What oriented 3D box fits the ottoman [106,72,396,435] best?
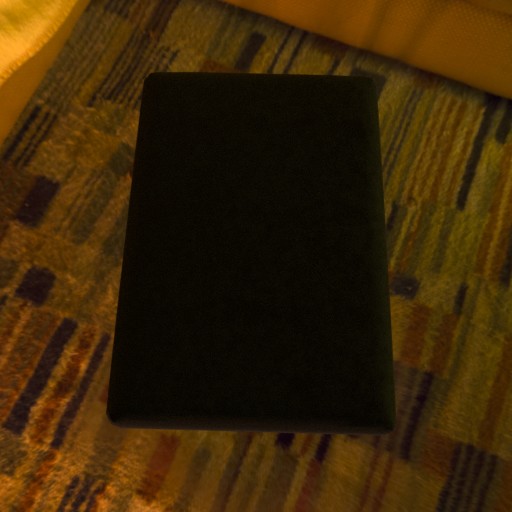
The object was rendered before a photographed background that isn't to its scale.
[{"bbox_3d":[0.000,0.000,1.171,0.587,0.498,0.835,1,74,0],"label":"ottoman"}]
